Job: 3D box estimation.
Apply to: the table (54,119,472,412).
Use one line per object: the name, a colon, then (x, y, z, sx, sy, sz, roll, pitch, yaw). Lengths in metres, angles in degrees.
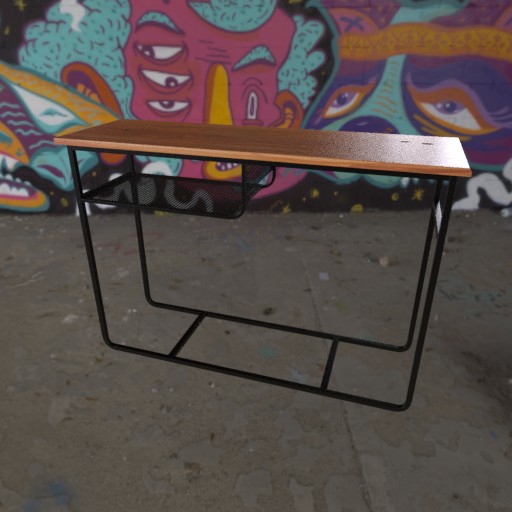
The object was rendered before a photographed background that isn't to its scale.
table: (0.000, 0.000, 1.428, 1.100, 0.750, 0.350, 8, 27, 16)
